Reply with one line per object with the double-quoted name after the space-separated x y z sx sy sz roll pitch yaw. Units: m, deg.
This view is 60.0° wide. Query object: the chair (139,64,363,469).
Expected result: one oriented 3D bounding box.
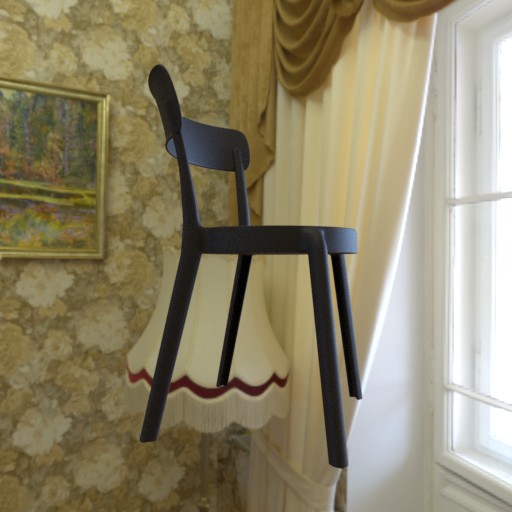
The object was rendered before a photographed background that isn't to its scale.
0.000 0.000 1.101 0.491 0.790 0.506 0 -1 17 "chair"
